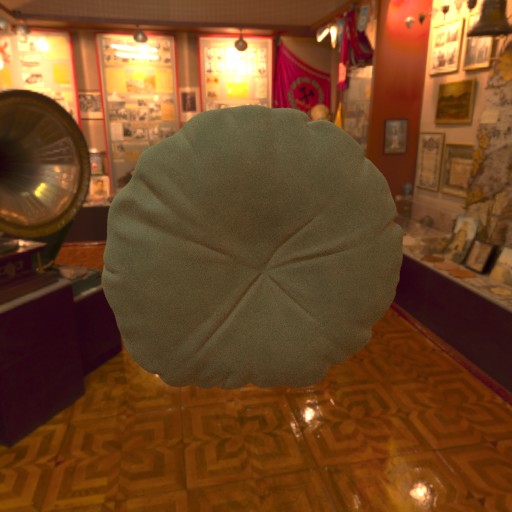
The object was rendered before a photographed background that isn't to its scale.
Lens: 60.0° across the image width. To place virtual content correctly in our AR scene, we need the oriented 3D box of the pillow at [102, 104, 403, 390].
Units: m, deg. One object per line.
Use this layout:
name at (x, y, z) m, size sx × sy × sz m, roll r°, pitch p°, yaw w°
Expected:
pillow at (0.000, 0.000, 0.629) m, size 0.428 × 0.407 × 0.148 m, roll -3°, pitch 17°, yaw -9°
